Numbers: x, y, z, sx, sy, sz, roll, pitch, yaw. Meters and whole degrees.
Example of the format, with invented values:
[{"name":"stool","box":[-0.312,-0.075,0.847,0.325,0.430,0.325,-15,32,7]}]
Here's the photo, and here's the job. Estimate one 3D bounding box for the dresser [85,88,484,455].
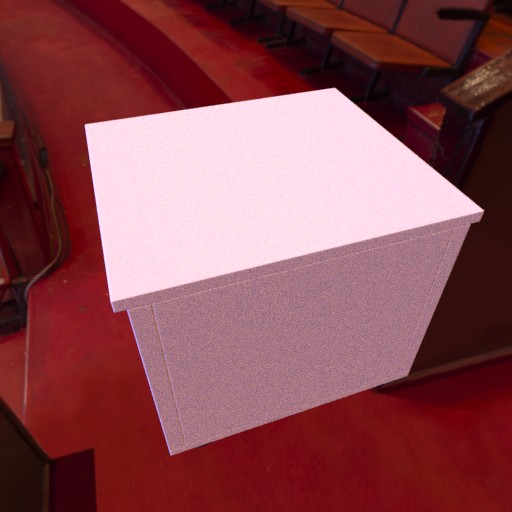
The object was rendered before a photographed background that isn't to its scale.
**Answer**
[{"name":"dresser","box":[0.000,0.000,0.729,0.430,0.360,0.400,-13,44,-14]}]
